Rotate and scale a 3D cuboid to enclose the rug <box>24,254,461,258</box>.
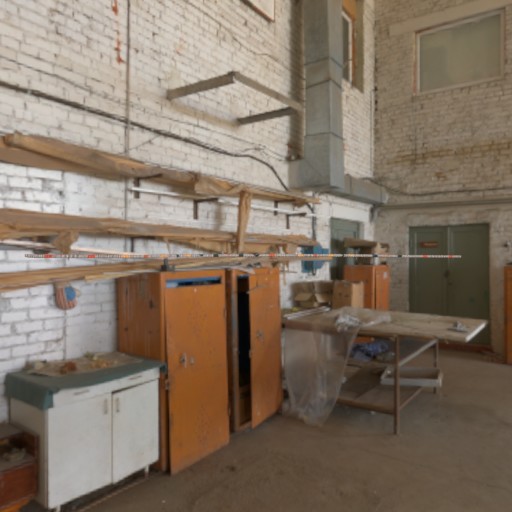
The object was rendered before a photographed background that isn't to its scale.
[{"bbox_3d":[0.000,0.000,2.691,2.419,0.022,0.744,0,0,-19],"label":"rug"}]
